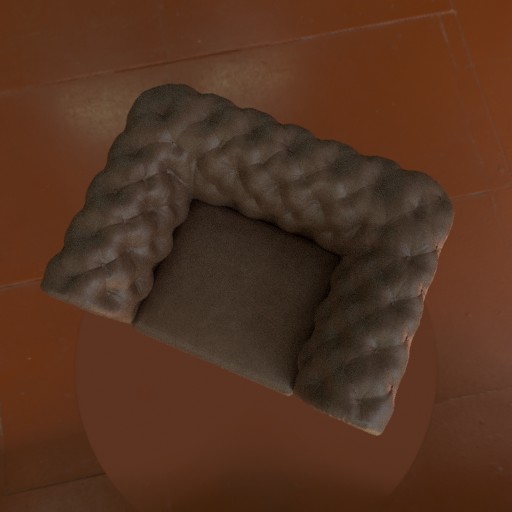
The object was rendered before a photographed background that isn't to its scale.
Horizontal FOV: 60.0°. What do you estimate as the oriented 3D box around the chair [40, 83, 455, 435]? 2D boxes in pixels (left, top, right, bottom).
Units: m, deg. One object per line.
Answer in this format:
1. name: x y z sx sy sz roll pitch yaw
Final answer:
1. chair: 0.000 0.000 1.871 1.298 0.784 0.954 22 78 5
